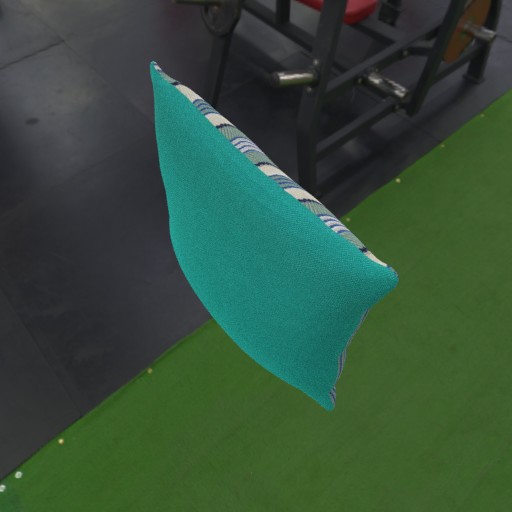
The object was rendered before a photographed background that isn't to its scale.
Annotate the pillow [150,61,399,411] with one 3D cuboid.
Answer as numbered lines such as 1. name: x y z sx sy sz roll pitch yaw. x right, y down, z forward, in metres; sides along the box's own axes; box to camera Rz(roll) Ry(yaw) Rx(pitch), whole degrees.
1. pillow: 0.000 0.000 0.673 0.182 0.441 0.440 -34 64 -19
